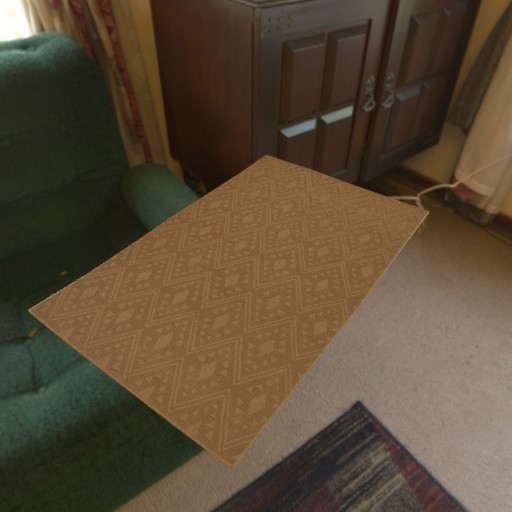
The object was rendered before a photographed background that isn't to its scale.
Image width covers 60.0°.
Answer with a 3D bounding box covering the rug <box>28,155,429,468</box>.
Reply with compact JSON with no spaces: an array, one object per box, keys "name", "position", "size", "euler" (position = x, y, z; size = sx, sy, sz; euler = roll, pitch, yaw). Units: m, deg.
[{"name":"rug","position":[0.000,0.000,3.017],"size":[1.553,0.053,2.430],"euler":[26,47,27]}]
